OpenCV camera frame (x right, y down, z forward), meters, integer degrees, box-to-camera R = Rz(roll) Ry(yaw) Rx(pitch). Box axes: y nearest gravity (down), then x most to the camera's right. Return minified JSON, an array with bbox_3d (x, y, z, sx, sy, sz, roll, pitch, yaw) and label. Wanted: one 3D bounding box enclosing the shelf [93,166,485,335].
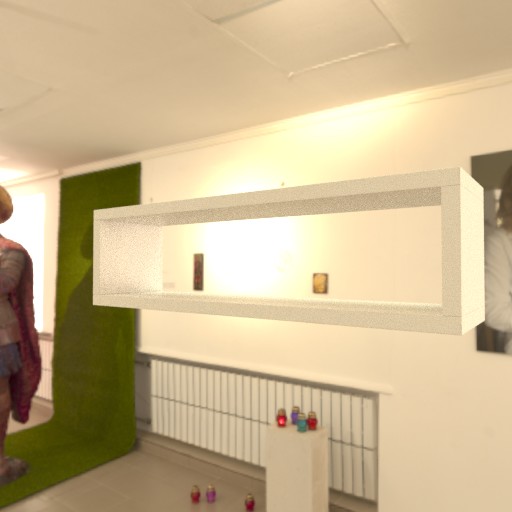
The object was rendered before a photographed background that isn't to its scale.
[{"bbox_3d":[0.000,0.000,0.682,0.610,0.170,0.150,-1,-2,35],"label":"shelf"}]
